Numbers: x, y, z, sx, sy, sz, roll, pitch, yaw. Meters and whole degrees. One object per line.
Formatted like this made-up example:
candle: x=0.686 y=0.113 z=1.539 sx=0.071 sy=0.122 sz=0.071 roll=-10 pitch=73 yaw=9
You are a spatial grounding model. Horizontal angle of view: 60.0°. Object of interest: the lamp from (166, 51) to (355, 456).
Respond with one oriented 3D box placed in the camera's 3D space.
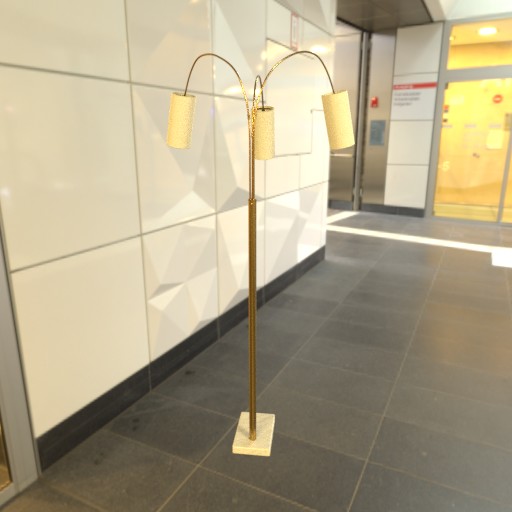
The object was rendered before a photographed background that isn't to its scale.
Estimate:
lamp: x=0.000 y=0.000 z=2.452 sx=1.020 sy=2.055 sz=0.667 roll=2 pitch=15 yaw=7
